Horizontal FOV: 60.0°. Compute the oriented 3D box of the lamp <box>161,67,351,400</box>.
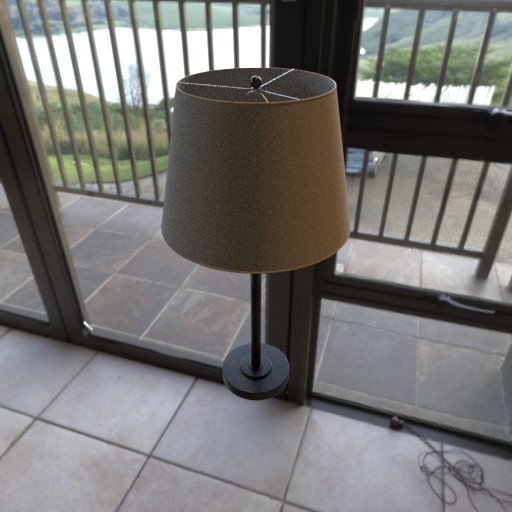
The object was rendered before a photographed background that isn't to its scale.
[{"bbox_3d":[0.000,0.000,0.907,0.363,0.696,0.363,0,33,0],"label":"lamp"}]
